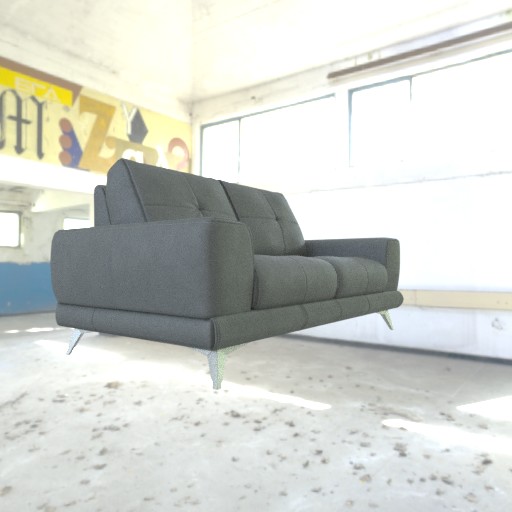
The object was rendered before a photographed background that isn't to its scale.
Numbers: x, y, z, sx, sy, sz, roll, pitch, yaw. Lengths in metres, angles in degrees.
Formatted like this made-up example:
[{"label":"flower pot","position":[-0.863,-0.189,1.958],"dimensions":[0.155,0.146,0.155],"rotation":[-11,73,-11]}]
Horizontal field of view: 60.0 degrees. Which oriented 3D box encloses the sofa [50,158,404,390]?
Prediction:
[{"label":"sofa","position":[0.000,0.000,2.394],"dimensions":[1.018,0.907,1.806],"rotation":[-1,-1,37]}]
